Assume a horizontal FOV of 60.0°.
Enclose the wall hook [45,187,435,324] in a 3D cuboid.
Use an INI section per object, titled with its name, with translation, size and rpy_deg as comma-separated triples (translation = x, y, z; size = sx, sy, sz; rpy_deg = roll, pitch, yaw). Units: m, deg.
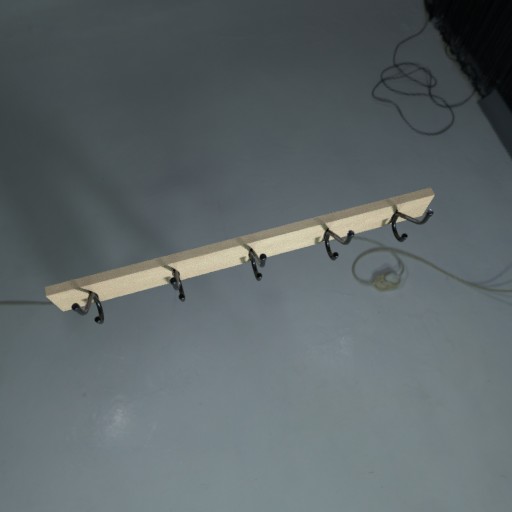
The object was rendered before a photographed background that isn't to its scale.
[wall hook]
translation = 0.000, 0.000, 0.619
size = 0.571, 0.117, 0.071
rpy_deg = -15, 64, -7
